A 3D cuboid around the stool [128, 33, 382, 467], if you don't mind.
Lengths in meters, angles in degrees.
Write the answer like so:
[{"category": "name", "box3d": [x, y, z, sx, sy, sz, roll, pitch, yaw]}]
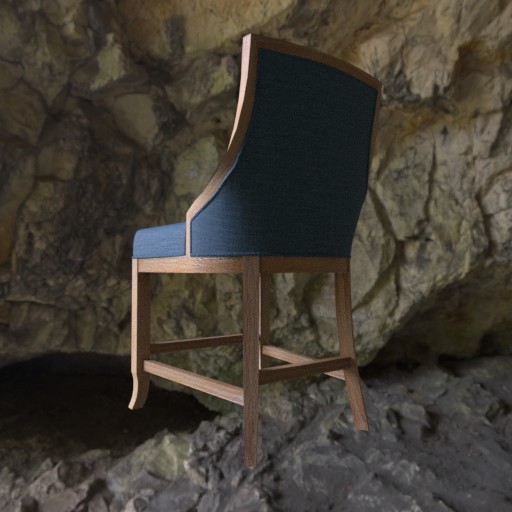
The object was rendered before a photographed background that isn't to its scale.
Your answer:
[{"category": "stool", "box3d": [0.000, 0.000, 1.286, 0.524, 0.938, 0.626, 1, -2, -36]}]
